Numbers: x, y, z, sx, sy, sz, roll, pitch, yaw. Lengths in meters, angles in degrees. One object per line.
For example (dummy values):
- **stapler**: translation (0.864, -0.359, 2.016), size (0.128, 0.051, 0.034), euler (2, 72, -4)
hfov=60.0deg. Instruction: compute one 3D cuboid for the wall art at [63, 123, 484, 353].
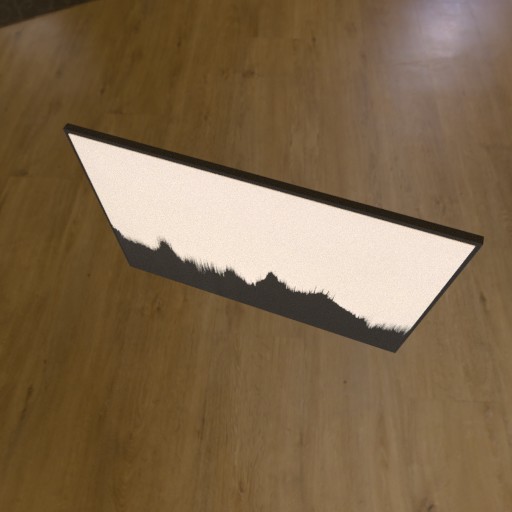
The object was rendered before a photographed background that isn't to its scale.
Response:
- **wall art**: translation (0.000, 0.000, 1.537), size (1.190, 0.805, 0.028), euler (17, 60, 10)
